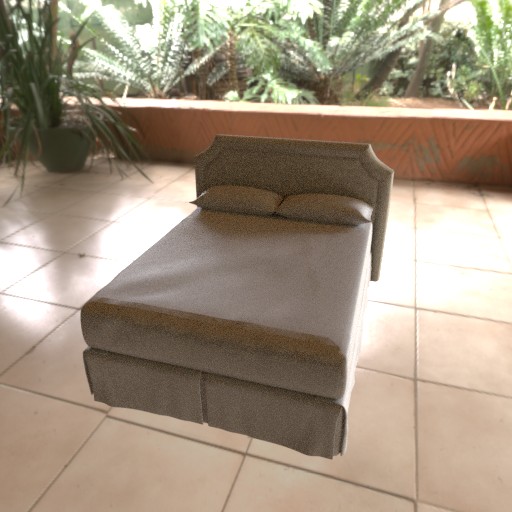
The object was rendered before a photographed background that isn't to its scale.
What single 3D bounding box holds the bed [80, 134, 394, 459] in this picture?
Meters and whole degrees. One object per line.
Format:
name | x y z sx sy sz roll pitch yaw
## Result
bed | 0.000 0.000 3.281 1.828 1.297 2.164 8 28 15
